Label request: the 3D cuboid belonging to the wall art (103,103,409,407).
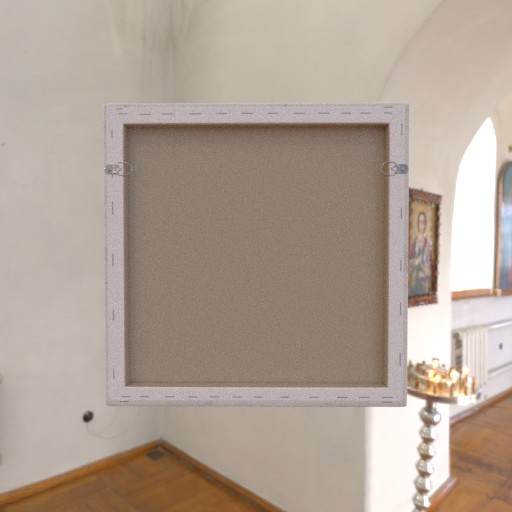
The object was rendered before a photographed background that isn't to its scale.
[{"bbox_3d":[0.000,0.000,1.125,0.762,0.762,0.038,0,1,1],"label":"wall art"}]
